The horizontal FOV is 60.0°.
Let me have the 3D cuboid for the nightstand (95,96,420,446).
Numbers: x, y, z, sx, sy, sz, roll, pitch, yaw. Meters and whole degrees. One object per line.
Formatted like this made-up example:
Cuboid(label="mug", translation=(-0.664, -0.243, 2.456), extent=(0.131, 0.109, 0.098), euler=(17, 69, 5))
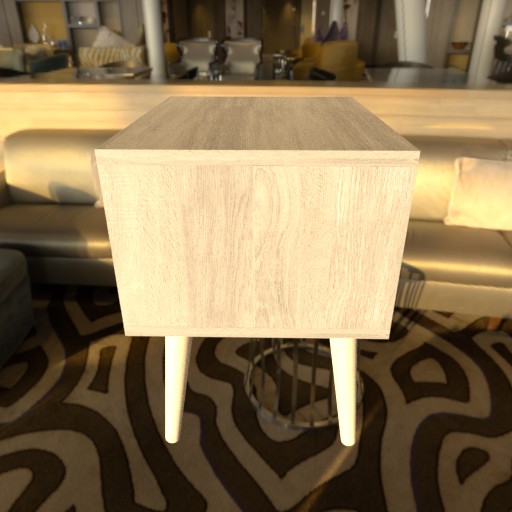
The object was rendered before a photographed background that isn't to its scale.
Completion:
Cuboid(label="nightstand", translation=(0.000, 0.000, 0.818), extent=(0.380, 0.500, 0.450), euler=(1, 27, 1))
